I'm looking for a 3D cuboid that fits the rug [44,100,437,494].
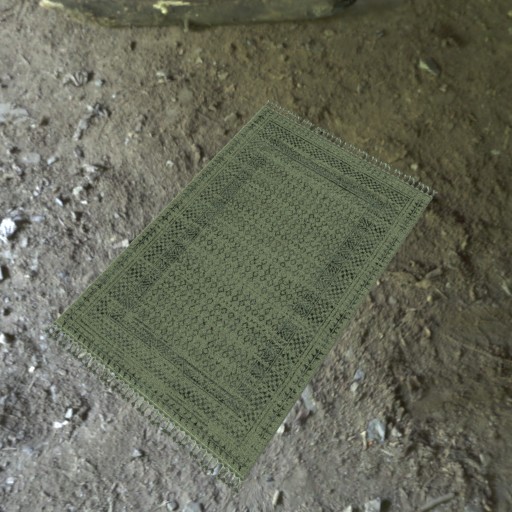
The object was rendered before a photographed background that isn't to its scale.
[{"bbox_3d":[0.000,0.000,3.042,1.548,0.013,2.486,33,68,15],"label":"rug"}]
